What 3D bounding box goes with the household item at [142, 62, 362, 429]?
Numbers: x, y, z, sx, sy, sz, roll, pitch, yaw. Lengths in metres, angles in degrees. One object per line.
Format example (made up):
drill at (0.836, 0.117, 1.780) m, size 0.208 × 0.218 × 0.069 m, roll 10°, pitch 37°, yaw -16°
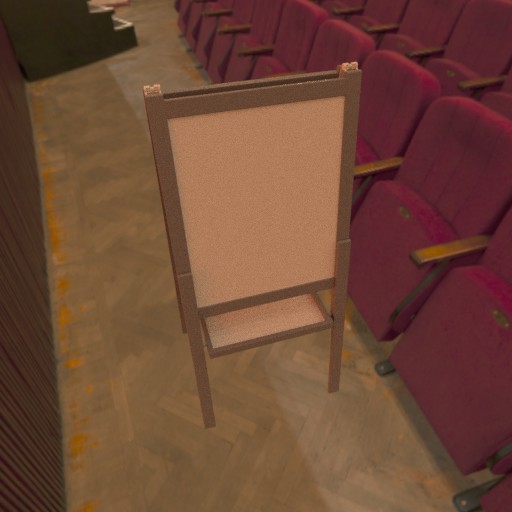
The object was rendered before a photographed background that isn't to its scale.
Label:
household item at (0.000, 0.000, 1.446) m, size 0.531 × 1.172 × 0.469 m, roll -12°, pitch 44°, yaw -13°
